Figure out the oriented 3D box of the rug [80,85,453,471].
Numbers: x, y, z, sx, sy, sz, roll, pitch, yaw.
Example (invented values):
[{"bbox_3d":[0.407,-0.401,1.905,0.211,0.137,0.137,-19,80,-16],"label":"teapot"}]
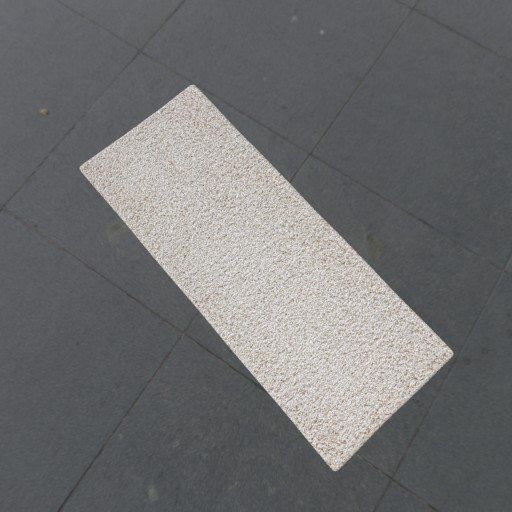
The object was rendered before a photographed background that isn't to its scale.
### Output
[{"bbox_3d":[0.000,0.000,1.730,0.609,0.030,1.524,-40,78,-10],"label":"rug"}]
